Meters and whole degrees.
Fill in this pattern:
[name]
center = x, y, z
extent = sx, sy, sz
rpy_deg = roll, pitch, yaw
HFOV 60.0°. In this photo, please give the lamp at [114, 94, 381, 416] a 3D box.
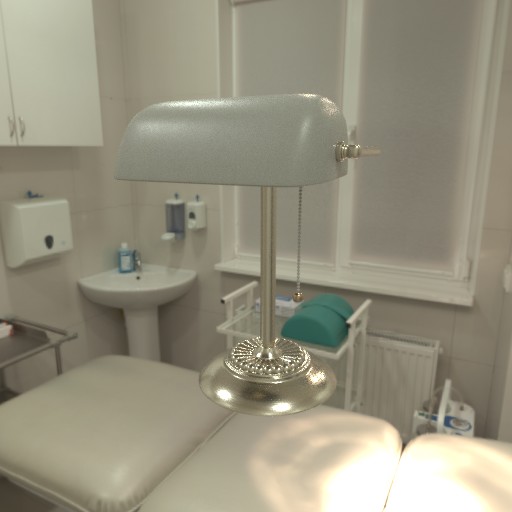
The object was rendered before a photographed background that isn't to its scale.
[lamp]
center = 0.000, 0.000, 0.513
extent = 0.264, 0.339, 0.243
rpy_deg = 7, 15, 27
